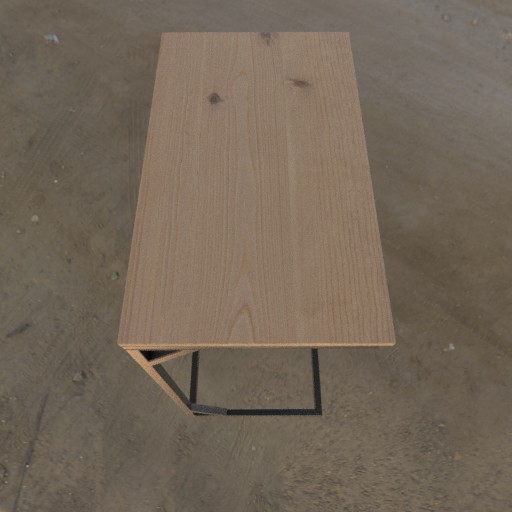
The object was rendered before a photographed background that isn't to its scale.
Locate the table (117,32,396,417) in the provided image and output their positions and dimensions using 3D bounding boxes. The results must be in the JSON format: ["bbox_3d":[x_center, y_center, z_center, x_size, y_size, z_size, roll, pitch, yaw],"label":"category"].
[{"bbox_3d":[0.000,0.000,0.993,0.351,0.673,0.597,0,63,0],"label":"table"}]
